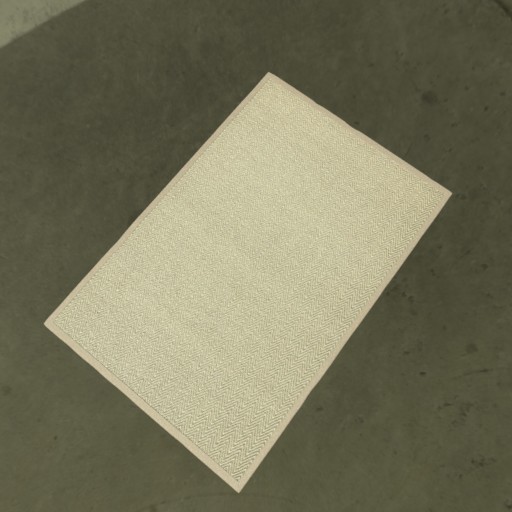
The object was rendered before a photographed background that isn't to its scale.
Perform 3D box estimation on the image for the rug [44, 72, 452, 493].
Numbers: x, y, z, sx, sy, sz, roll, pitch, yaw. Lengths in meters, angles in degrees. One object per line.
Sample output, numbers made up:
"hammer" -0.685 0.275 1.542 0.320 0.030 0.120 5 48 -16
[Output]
"rug" 0.000 0.000 2.836 1.540 0.021 2.290 37 78 9
